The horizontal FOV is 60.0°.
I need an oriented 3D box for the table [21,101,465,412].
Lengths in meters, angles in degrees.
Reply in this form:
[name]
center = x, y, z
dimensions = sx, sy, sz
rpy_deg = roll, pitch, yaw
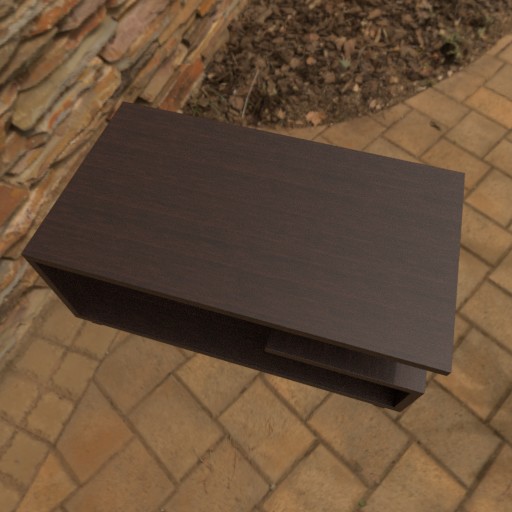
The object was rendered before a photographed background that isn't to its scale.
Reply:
[table]
center = 0.000, 0.000, 1.371
dimensions = 1.050, 0.460, 0.590
rpy_deg = 14, 60, 8
